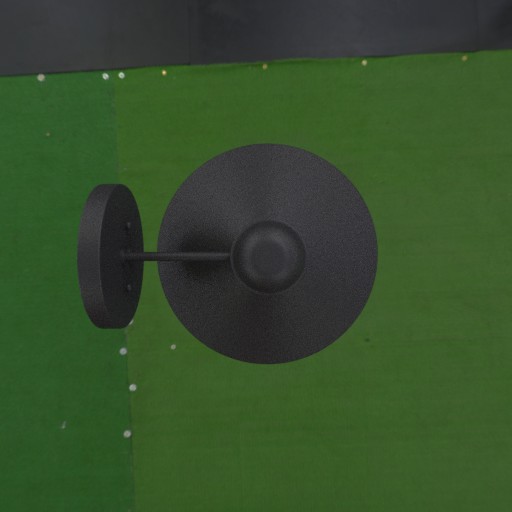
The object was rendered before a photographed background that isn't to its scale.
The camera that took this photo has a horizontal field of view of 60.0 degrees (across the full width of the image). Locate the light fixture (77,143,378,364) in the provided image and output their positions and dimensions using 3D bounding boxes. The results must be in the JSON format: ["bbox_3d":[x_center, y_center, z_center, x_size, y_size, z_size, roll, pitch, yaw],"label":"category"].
[{"bbox_3d":[0.000,0.000,0.669,0.434,0.265,0.396,0,91,1],"label":"light fixture"}]
